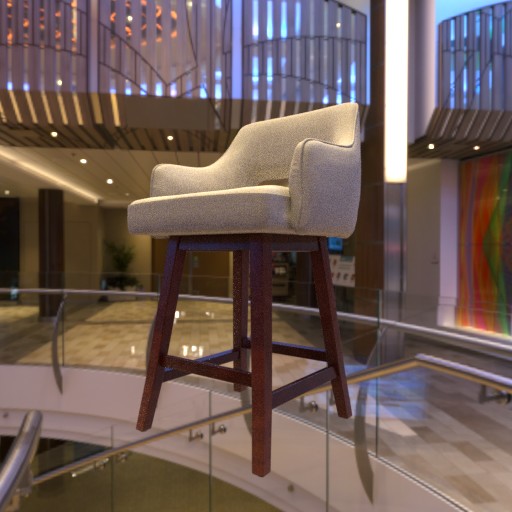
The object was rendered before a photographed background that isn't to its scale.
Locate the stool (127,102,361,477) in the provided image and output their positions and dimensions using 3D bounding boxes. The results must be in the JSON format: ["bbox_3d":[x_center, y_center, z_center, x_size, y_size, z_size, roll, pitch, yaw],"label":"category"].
[{"bbox_3d":[0.000,0.000,1.261,0.550,0.936,0.560,1,1,37],"label":"stool"}]
